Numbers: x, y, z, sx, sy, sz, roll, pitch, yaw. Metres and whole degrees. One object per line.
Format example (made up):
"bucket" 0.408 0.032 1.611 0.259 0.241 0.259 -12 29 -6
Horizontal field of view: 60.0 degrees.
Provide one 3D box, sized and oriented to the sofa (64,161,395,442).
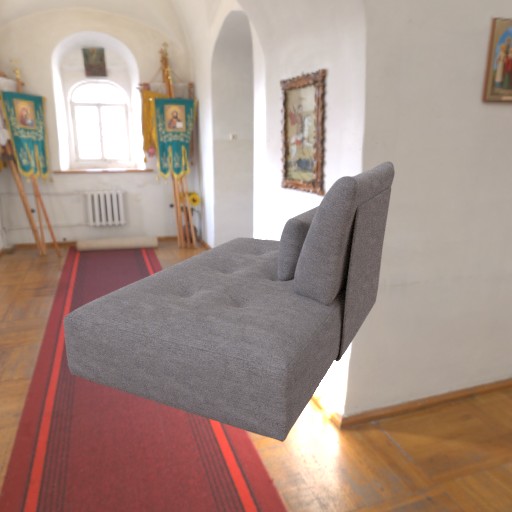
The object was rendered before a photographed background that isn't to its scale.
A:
"sofa" 0.000 0.000 2.082 1.002 0.820 1.450 7 17 25
